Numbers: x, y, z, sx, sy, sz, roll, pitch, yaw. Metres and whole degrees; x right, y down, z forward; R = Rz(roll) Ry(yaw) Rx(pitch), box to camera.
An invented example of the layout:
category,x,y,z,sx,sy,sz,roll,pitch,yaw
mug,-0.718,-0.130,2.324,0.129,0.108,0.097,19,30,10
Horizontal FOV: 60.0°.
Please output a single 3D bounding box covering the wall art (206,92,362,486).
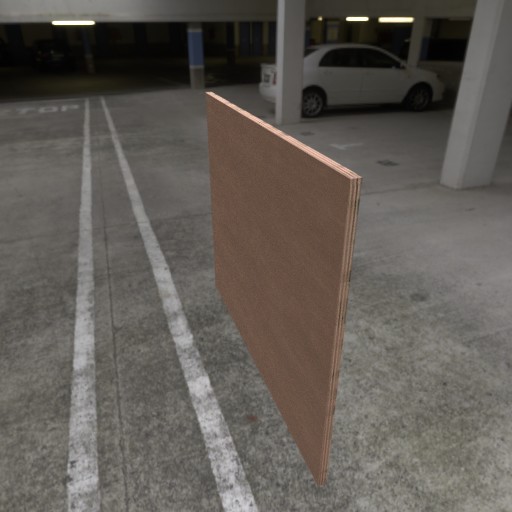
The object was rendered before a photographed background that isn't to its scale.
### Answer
category,x,y,z,sx,sy,sz,roll,pitch,yaw
wall art,0.000,0.000,0.680,0.012,0.408,0.508,-10,30,-17
